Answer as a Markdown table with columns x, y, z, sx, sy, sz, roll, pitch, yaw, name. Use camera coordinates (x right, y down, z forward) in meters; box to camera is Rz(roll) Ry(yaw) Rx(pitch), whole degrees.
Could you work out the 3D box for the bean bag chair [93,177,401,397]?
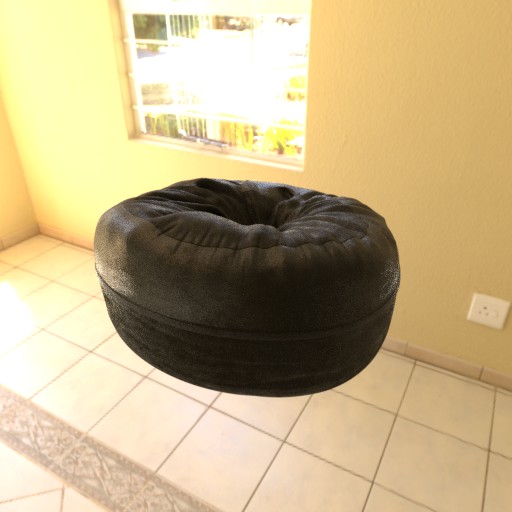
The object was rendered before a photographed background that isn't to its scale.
| x | y | z | sx | sy | sz | roll | pitch | yaw | name |
| --- | --- | --- | --- | --- | --- | --- | --- | --- | --- |
| 0.000 | 0.000 | 2.438 | 1.524 | 0.878 | 1.524 | 10 | 32 | 17 | bean bag chair |
